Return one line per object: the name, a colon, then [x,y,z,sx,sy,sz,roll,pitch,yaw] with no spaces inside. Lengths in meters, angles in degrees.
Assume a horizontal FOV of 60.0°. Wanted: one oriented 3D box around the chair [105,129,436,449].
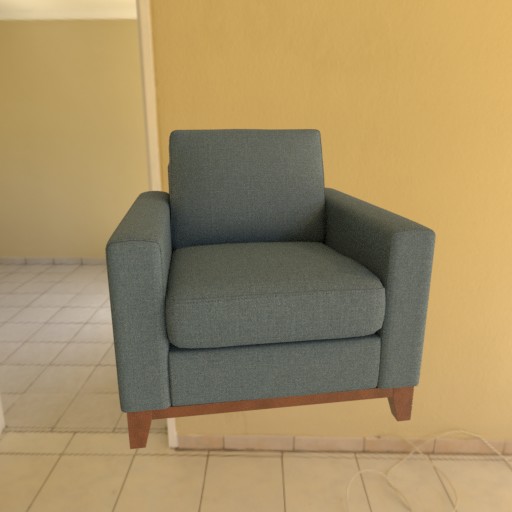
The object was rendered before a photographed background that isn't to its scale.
chair: [0.000,0.000,1.833,1.024,1.010,1.038,-2,16,-9]
